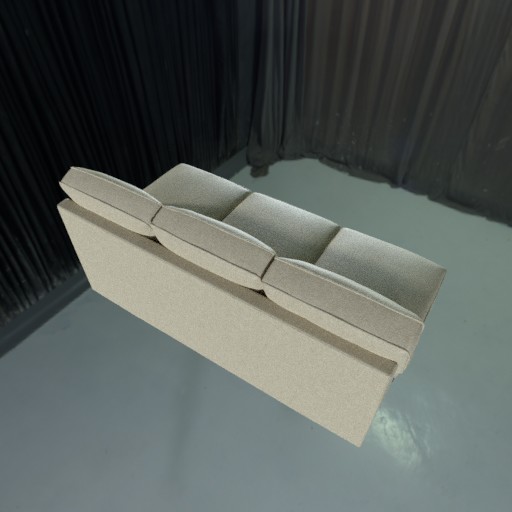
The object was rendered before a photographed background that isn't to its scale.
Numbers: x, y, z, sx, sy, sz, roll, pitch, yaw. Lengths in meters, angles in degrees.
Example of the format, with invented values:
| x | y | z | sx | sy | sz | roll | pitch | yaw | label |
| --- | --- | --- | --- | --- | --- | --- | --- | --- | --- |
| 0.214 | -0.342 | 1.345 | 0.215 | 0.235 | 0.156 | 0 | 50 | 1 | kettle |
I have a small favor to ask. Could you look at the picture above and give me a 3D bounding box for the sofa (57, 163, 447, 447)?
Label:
| x | y | z | sx | sy | sz | roll | pitch | yaw | label |
| --- | --- | --- | --- | --- | --- | --- | --- | --- | --- |
| 0.000 | 0.000 | 2.555 | 1.962 | 0.973 | 1.027 | 25 | 51 | 22 | sofa |
